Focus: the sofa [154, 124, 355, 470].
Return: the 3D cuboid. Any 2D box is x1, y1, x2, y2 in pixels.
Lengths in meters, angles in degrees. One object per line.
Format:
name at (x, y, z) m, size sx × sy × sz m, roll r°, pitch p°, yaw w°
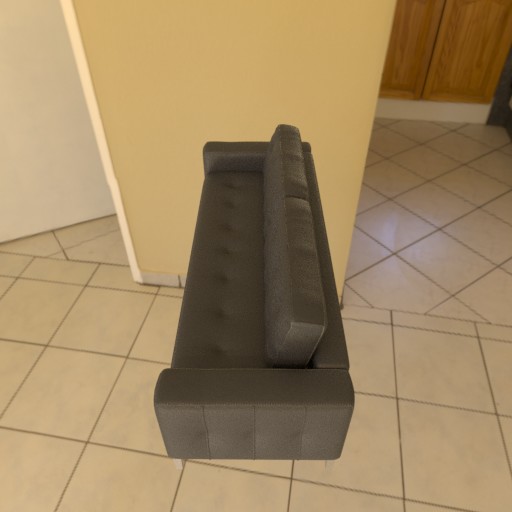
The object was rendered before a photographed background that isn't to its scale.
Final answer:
sofa at (0.000, 0.000, 2.726) m, size 0.833 × 0.893 × 2.275 m, roll 0°, pitch 42°, yaw 0°
